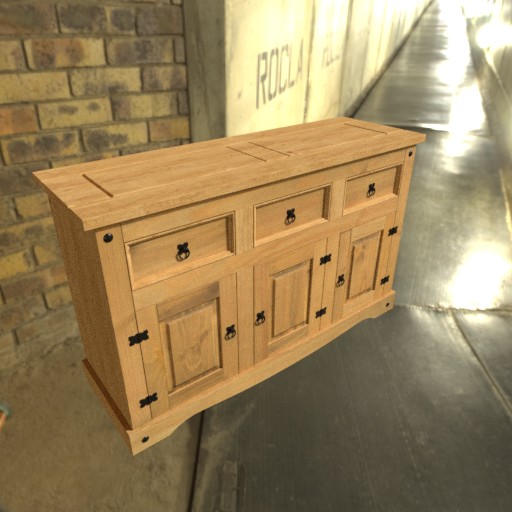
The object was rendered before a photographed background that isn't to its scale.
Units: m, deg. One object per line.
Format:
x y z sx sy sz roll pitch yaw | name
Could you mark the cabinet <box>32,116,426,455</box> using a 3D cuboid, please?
0.000 0.000 1.692 1.321 0.810 0.432 -20 35 -33 | cabinet
